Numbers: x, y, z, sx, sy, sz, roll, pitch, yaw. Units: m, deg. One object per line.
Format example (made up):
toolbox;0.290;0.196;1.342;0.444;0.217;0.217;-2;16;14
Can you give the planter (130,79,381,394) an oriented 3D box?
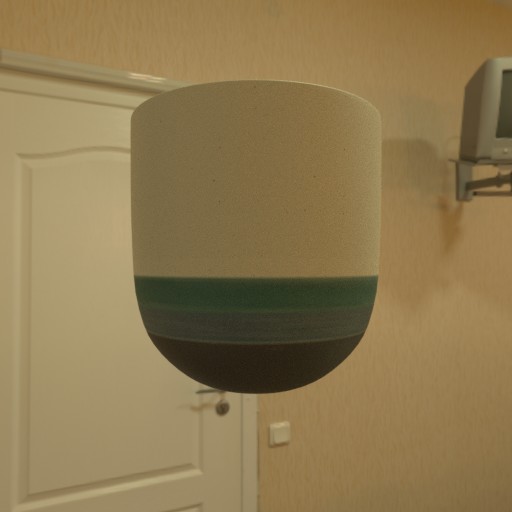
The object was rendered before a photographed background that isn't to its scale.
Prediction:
planter;0.000;0.000;0.372;0.204;0.214;0.204;0;-1;0
